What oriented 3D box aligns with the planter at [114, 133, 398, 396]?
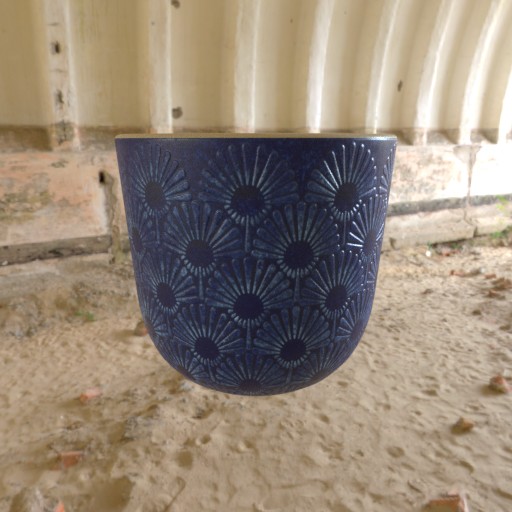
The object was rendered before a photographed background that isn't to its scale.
[{"bbox_3d":[0.000,0.000,0.361,0.206,0.190,0.206,0,15,0],"label":"planter"}]
